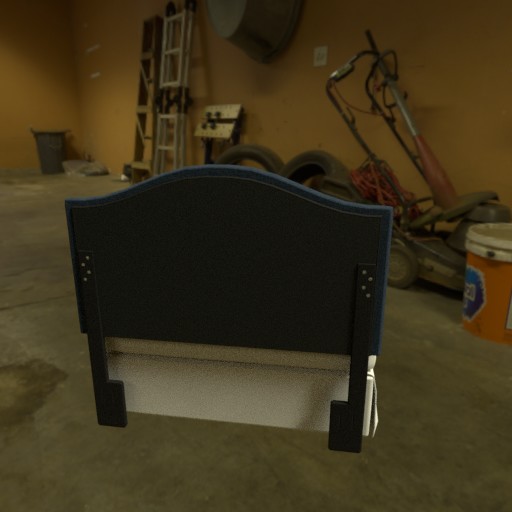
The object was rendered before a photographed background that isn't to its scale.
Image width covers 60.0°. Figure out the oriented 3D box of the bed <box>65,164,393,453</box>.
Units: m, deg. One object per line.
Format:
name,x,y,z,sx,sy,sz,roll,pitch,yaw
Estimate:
bed,0.000,0.000,3.299,1.713,1.518,2.153,3,17,9
